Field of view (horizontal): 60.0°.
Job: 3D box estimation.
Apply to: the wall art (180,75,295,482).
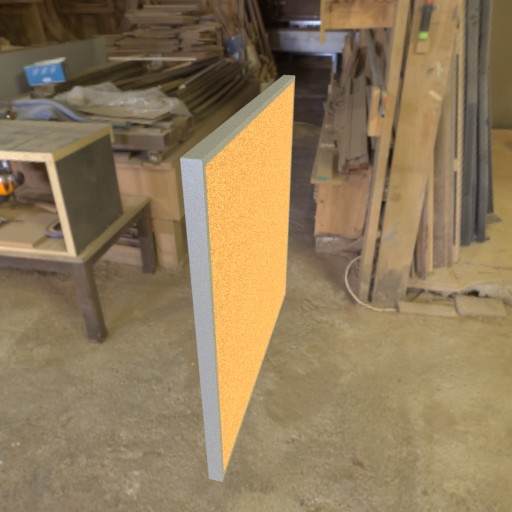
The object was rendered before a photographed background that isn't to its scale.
[{"bbox_3d":[0.000,0.000,1.212,0.038,0.807,0.809,7,32,12],"label":"wall art"}]
